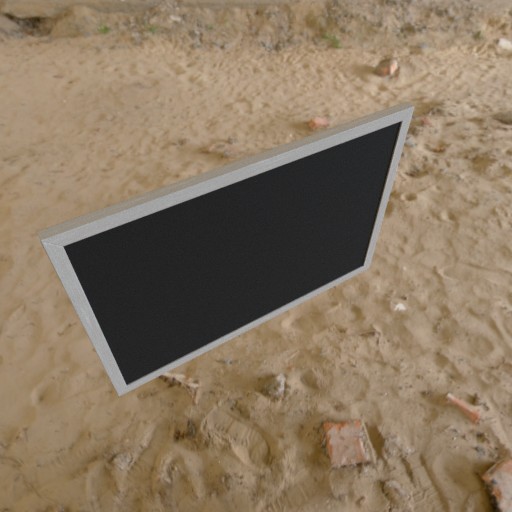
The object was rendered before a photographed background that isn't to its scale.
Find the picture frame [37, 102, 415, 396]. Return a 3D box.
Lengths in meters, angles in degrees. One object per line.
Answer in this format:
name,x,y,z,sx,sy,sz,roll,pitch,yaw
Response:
picture frame,0.000,0.000,1.229,0.950,0.640,0.029,-24,52,-21
